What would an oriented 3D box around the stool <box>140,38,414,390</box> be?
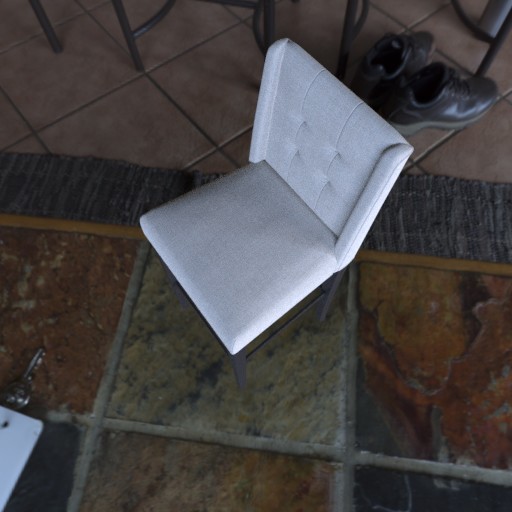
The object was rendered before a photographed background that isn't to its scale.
[{"bbox_3d":[0.000,0.000,1.416,0.509,1.116,0.474,-34,68,-15],"label":"stool"}]
